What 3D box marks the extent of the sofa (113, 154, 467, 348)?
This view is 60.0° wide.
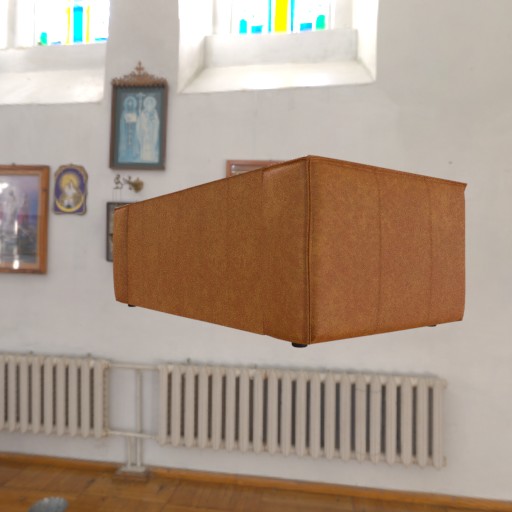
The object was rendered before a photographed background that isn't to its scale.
[{"bbox_3d":[0.000,0.000,2.645,1.102,0.703,2.088,0,0,-36],"label":"sofa"}]
